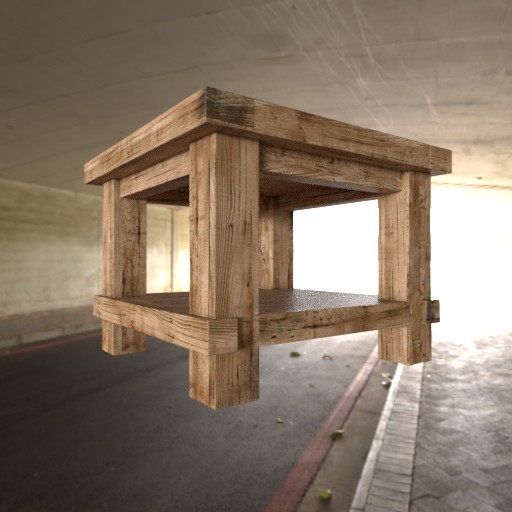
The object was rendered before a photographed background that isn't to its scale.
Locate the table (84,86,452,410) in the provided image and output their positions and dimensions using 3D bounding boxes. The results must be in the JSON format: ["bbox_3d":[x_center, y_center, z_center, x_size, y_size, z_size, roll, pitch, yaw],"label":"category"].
[{"bbox_3d":[0.000,0.000,1.028,0.610,0.457,0.610,0,-1,-36],"label":"table"}]
